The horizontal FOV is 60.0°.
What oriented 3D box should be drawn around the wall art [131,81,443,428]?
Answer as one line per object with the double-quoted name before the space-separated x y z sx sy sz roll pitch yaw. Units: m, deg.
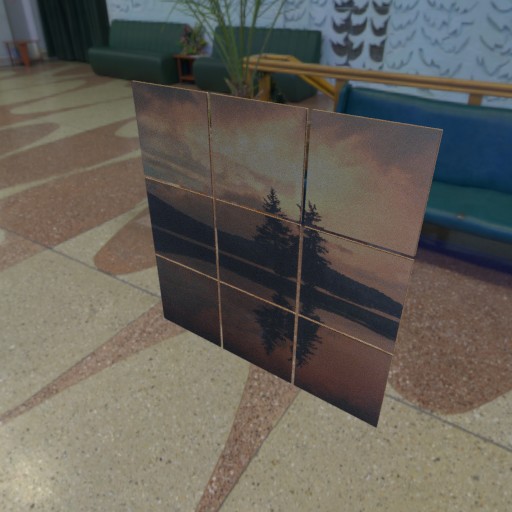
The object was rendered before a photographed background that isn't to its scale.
"wall art" 0.000 0.000 2.249 1.520 1.525 0.013 20 37 29
